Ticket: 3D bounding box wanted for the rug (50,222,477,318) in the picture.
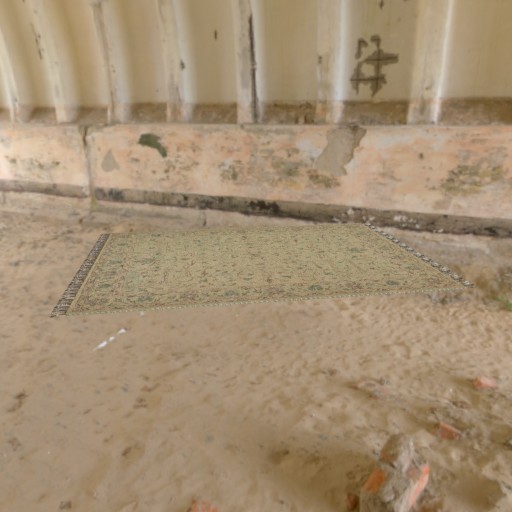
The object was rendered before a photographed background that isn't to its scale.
[{"bbox_3d":[0.000,0.000,2.399,1.802,0.008,1.247,-3,18,-9],"label":"rug"}]
